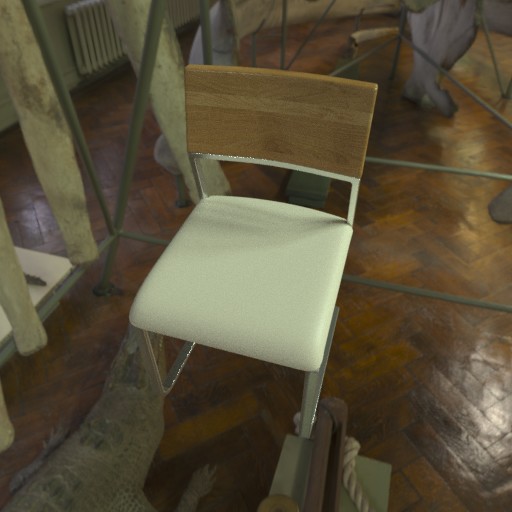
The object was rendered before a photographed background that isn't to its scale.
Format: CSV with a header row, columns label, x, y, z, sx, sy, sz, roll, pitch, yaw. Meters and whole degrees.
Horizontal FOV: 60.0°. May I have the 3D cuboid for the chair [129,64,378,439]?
label,x,y,z,sx,sy,sz,roll,pitch,yaw
chair,0.000,0.000,1.189,0.467,0.844,0.585,11,42,13
